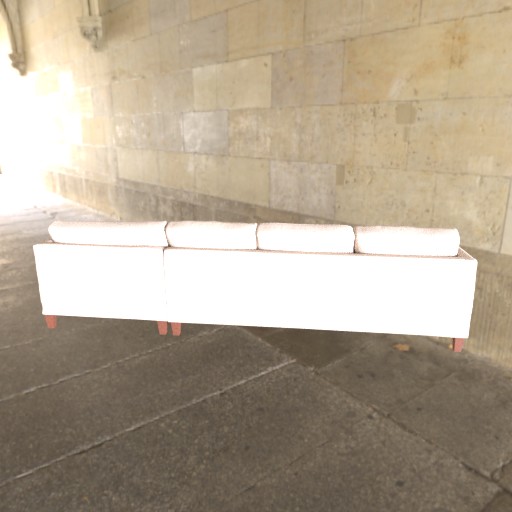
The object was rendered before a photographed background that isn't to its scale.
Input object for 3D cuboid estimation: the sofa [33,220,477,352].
[{"bbox_3d":[0.000,0.000,3.953,3.186,0.861,1.625,2,16,7],"label":"sofa"}]
